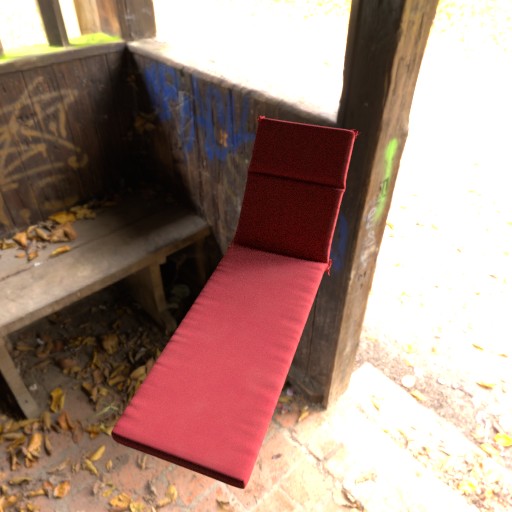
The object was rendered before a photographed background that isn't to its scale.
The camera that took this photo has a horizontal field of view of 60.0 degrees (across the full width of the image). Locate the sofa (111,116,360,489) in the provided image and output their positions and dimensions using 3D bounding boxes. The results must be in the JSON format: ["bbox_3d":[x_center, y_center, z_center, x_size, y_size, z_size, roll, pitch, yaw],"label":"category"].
[{"bbox_3d":[0.000,0.000,1.948,0.582,0.622,1.663,13,41,15],"label":"sofa"}]
